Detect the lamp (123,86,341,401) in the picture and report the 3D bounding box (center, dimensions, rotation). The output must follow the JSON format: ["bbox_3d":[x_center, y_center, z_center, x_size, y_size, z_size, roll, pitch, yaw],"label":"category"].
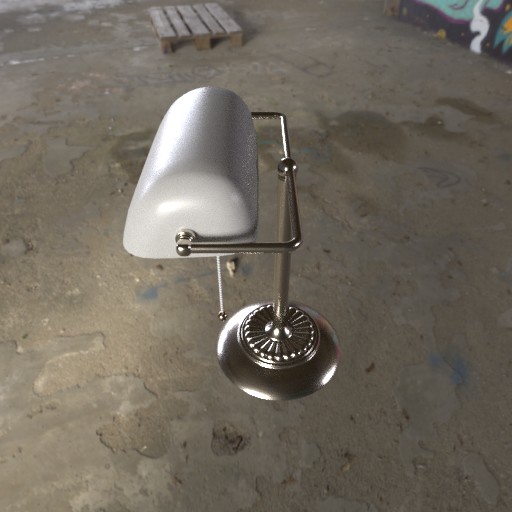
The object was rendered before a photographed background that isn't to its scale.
[{"bbox_3d":[0.000,0.000,0.525,0.243,0.339,0.264,0,41,0],"label":"lamp"}]
